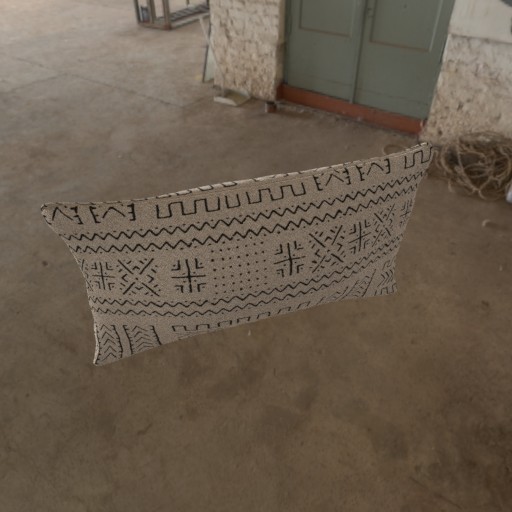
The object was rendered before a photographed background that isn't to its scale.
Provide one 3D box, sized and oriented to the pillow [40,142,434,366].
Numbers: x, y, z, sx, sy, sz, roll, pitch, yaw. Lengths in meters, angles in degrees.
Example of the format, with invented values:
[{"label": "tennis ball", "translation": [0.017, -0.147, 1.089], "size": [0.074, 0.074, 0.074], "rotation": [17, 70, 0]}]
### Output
[{"label": "pillow", "translation": [0.000, 0.000, 0.795], "size": [0.637, 0.352, 0.188], "rotation": [-12, 42, -14]}]
